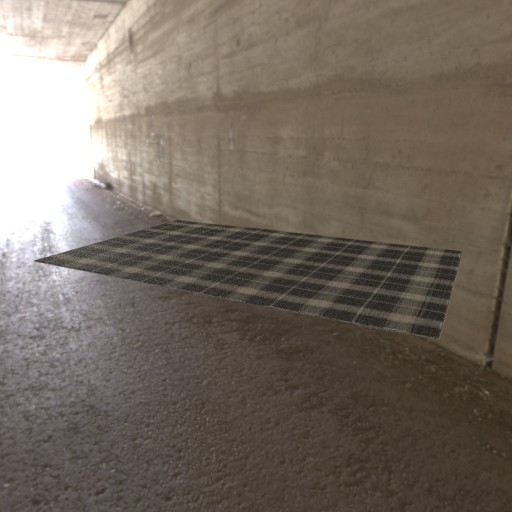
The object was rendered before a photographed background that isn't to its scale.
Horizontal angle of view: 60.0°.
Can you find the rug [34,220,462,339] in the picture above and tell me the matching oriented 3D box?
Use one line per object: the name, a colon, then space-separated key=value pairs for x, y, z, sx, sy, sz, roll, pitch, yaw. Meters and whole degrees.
rug: x=0.000 y=0.000 z=2.949 sx=2.434 sy=0.015 sz=1.520 roll=8 pitch=18 yaw=26
